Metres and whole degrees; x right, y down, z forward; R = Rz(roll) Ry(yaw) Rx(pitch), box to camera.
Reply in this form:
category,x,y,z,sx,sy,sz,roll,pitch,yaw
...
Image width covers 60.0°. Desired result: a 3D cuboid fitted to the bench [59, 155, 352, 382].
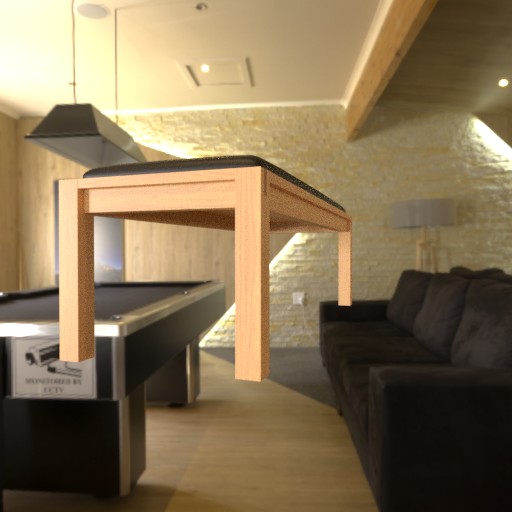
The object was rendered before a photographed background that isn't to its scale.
category,x,y,z,sx,sy,sz,roll,pitch,yaw
bench,0.000,0.000,1.423,0.450,0.430,1.202,0,1,20
